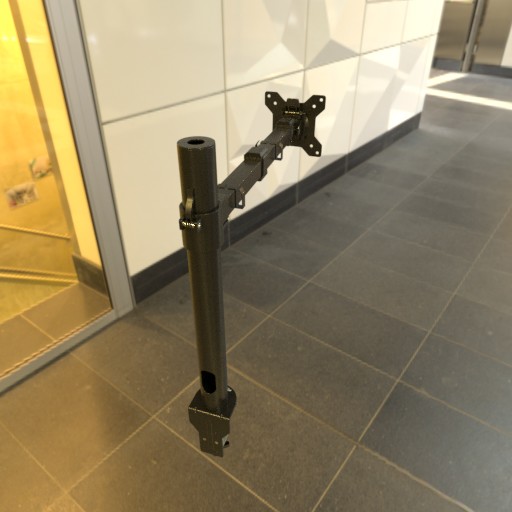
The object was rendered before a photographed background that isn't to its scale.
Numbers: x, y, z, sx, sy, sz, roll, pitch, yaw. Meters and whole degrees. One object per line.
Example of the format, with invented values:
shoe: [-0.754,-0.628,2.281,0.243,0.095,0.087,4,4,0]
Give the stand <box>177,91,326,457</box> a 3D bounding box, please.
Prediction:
stand: [0.000,0.000,0.742,0.115,0.510,0.456,10,34,15]
